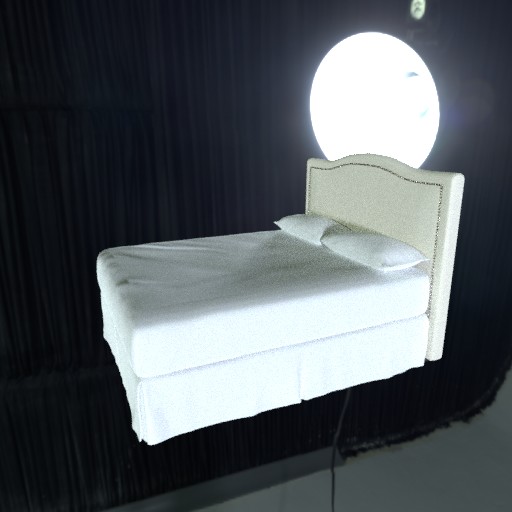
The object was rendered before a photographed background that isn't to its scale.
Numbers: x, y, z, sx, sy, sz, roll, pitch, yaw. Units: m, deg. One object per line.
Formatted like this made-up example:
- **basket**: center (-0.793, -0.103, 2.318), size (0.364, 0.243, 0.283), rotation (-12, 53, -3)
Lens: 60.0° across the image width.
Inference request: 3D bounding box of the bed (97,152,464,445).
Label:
- **bed**: center (0.000, 0.000, 3.302), size (2.143, 1.460, 1.753), rotation (-7, 18, -24)
